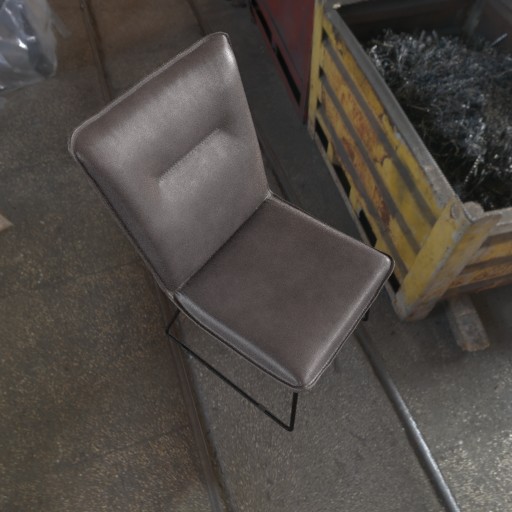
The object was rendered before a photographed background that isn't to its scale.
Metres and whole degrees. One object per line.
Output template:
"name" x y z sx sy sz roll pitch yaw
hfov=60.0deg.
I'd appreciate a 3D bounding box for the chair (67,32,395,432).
"chair" 0.000 0.000 1.299 0.688 0.932 0.515 33 64 19
